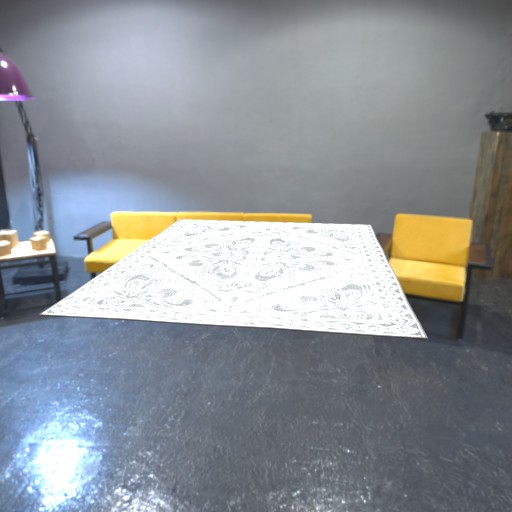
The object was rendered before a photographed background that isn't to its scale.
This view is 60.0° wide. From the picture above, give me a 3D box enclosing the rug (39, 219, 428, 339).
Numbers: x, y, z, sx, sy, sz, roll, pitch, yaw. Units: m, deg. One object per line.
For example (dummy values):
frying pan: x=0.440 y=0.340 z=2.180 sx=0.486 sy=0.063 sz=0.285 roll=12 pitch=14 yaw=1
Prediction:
rug: x=0.000 y=0.000 z=4.141 sx=2.438 sy=0.012 sz=3.048 roll=2 pitch=17 yaw=8
